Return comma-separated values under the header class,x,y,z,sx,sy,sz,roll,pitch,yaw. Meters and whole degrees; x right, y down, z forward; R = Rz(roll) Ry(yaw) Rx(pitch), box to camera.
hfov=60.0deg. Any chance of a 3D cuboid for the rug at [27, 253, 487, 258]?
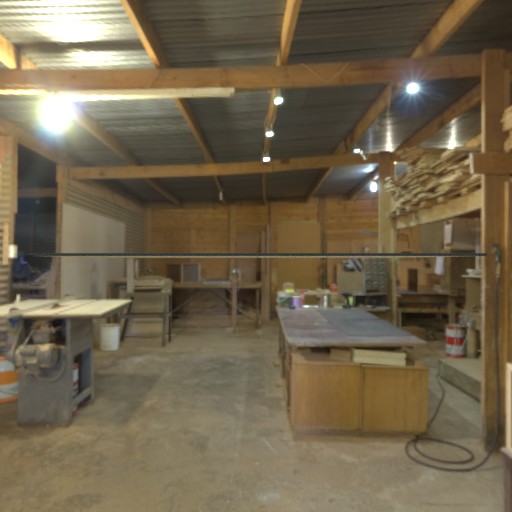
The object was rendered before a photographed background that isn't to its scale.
class,x,y,z,sx,sy,sz,roll,pitch,yaw
rug,0.000,0.000,2.949,2.294,0.014,1.528,0,-1,0
